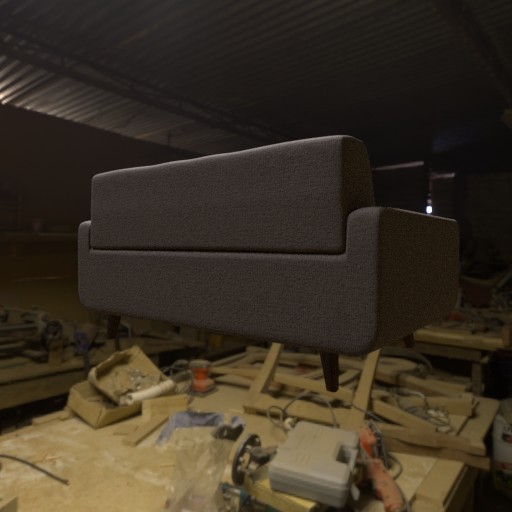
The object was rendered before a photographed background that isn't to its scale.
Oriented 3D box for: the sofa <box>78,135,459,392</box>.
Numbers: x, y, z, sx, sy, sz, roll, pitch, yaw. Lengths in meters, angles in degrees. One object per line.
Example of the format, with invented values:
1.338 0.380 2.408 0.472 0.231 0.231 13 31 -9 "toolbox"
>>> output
0.000 0.000 2.133 1.631 0.841 0.909 2 2 38 "sofa"
